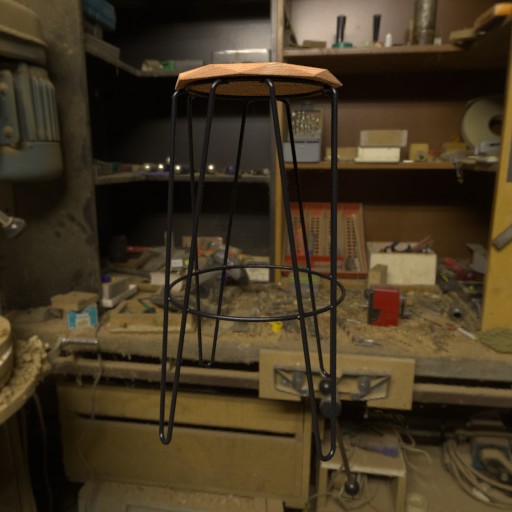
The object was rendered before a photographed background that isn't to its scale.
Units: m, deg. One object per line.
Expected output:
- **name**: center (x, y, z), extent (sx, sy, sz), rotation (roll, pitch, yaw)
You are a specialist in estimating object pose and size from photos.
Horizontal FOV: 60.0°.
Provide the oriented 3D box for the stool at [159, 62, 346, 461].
- **stool**: center (0.000, 0.000, 0.803), extent (0.326, 0.610, 0.326), rotation (2, 13, 9)
